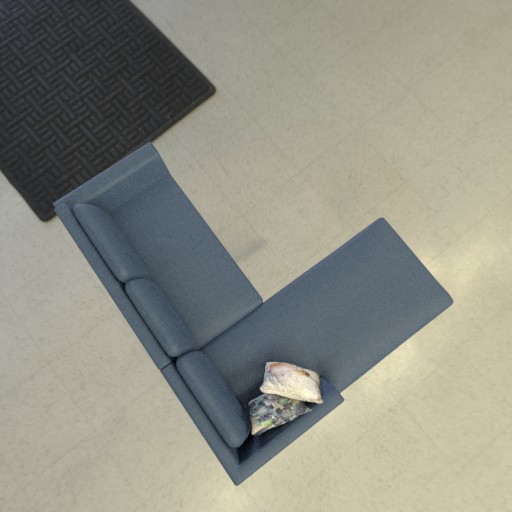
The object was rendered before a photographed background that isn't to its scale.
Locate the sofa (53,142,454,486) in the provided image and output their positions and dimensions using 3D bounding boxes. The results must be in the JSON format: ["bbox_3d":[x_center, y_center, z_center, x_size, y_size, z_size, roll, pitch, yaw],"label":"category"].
[{"bbox_3d":[0.000,0.000,3.076,1.829,0.787,2.120,-35,78,-8],"label":"sofa"}]
